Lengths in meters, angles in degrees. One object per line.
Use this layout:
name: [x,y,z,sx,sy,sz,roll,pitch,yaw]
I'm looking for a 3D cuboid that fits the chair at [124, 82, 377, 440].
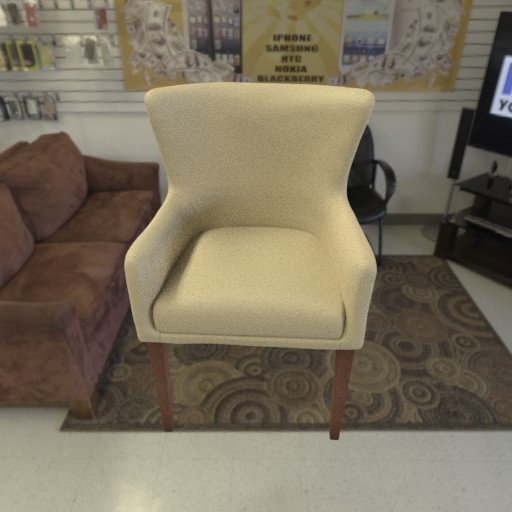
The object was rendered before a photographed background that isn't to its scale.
chair: [0.000,0.000,1.398,0.660,0.952,0.686,2,30,3]
